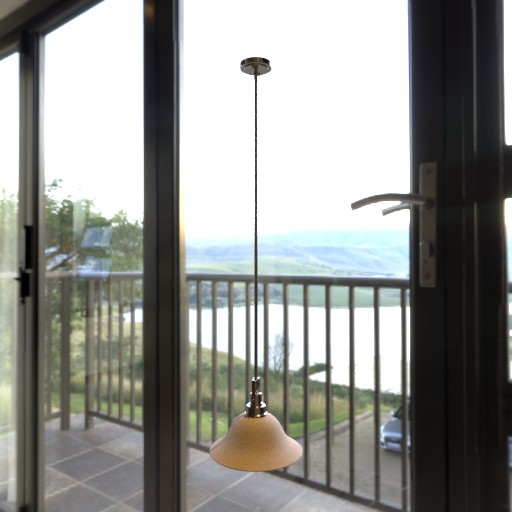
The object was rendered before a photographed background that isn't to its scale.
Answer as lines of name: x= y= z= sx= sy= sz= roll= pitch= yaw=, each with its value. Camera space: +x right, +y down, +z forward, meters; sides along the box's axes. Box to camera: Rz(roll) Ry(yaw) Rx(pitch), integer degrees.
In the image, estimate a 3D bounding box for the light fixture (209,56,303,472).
light fixture: x=0.000 y=0.000 z=1.554 sx=0.324 sy=1.354 sz=0.324 roll=0 pitch=-1 yaw=18
